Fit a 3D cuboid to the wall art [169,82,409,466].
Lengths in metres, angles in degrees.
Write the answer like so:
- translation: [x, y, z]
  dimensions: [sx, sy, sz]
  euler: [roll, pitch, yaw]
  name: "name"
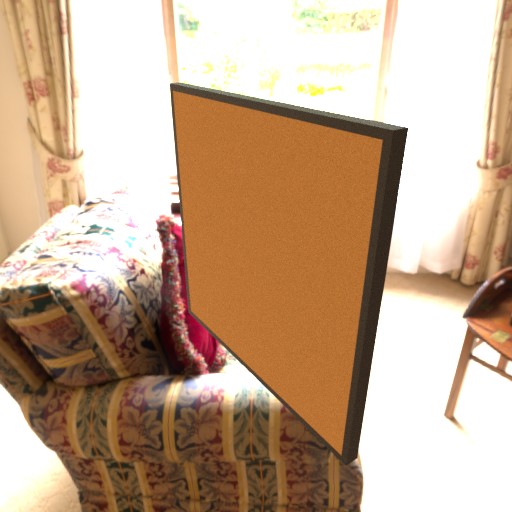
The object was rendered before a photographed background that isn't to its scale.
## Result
- translation: [0.000, 0.000, 1.132]
  dimensions: [0.038, 0.763, 0.763]
  euler: [-18, 33, -31]
  name: "wall art"
